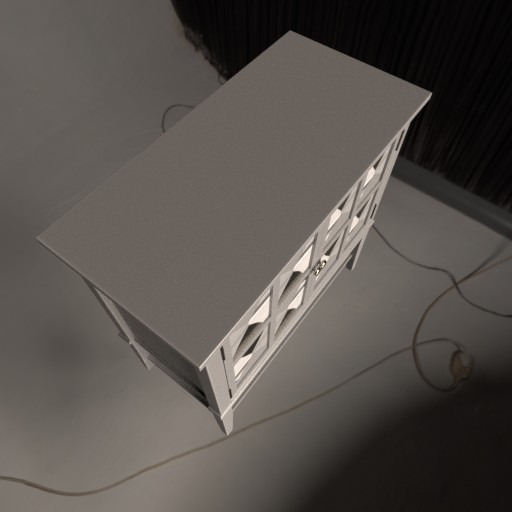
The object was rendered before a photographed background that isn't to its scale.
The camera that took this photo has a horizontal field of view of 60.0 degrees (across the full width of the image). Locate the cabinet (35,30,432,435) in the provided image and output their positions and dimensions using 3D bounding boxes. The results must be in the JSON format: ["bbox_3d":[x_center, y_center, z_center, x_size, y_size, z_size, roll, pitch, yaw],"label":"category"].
[{"bbox_3d":[0.000,0.000,1.237,0.396,0.780,0.801,33,64,18],"label":"cabinet"}]
